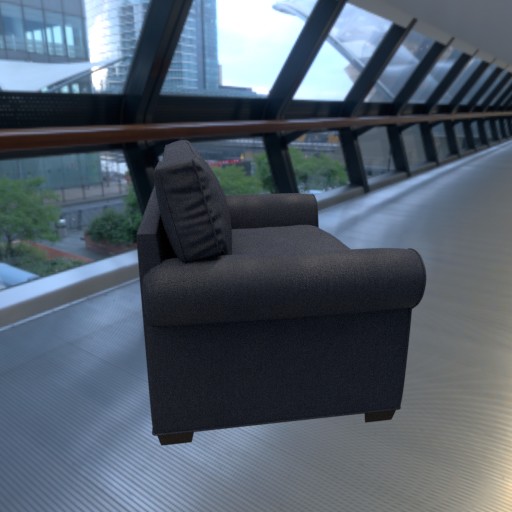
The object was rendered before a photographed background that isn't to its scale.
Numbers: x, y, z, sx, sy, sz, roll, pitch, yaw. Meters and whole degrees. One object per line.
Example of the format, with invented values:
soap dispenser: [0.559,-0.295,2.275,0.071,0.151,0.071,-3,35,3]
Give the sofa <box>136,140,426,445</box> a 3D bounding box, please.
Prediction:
sofa: [0.000,0.000,2.060,0.938,1.004,1.405,-3,17,-9]
